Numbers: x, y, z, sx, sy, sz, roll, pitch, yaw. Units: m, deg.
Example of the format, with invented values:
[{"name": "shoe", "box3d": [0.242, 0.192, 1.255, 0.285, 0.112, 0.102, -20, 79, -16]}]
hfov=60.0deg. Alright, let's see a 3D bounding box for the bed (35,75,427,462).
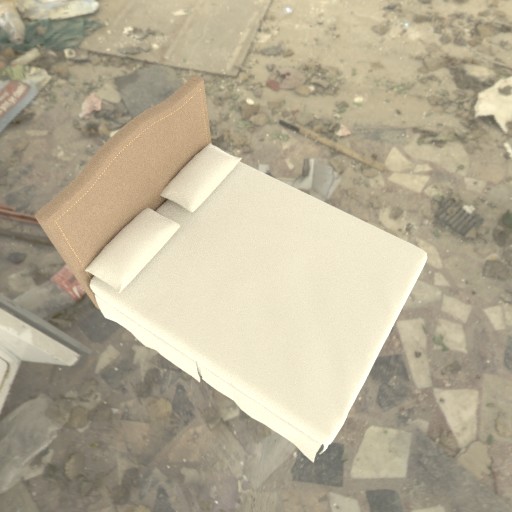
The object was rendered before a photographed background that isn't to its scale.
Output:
[{"name": "bed", "box3d": [0.000, 0.000, 3.395, 2.282, 1.436, 1.821, 29, 62, 17]}]
